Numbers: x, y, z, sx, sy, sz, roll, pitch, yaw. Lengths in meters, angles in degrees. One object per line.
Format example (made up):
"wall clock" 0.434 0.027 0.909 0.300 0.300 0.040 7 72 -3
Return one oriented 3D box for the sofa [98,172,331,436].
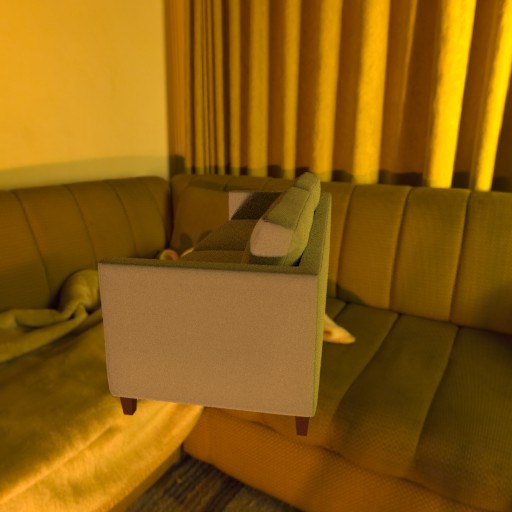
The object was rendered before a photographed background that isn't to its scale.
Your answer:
"sofa" 0.000 0.000 2.960 0.948 0.965 2.434 3 16 10
